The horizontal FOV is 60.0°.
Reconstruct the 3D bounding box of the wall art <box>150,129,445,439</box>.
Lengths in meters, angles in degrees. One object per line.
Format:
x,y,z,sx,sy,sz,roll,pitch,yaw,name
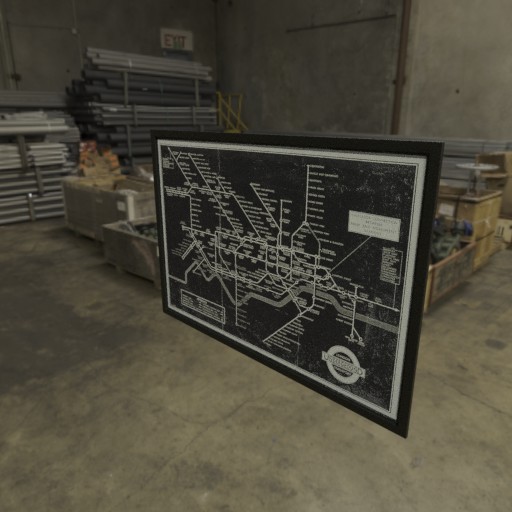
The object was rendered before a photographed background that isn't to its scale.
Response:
0.000,0.000,1.523,1.192,0.811,0.013,17,24,42,wall art
